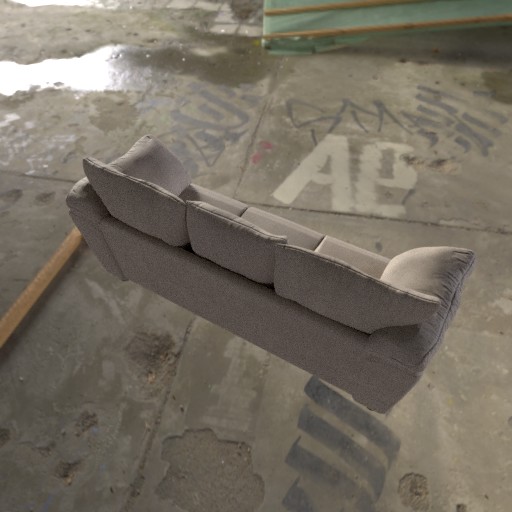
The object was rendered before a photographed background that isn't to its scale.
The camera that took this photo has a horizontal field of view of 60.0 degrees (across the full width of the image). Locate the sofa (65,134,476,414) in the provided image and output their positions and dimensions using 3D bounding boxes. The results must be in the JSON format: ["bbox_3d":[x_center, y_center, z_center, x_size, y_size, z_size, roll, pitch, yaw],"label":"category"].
[{"bbox_3d":[0.000,0.000,2.775,2.334,0.996,0.878,24,51,20],"label":"sofa"}]
